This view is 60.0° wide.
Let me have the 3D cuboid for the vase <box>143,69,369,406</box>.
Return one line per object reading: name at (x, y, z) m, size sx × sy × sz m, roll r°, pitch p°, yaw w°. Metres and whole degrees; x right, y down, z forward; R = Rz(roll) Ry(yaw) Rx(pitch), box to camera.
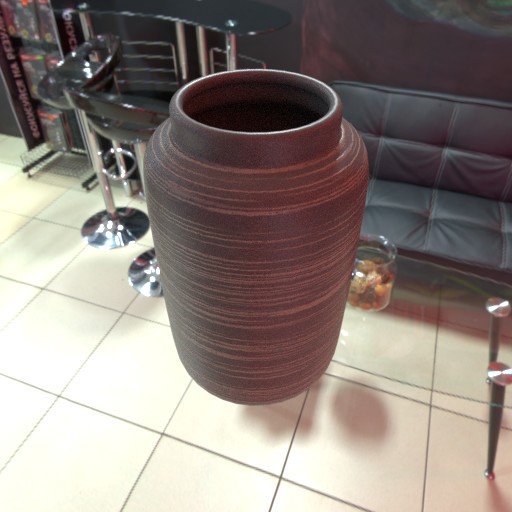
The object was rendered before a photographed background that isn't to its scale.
vase at (0.000, 0.000, 0.686) m, size 0.297 × 0.499 × 0.297 m, roll 0°, pitch 41°, yaw 0°
